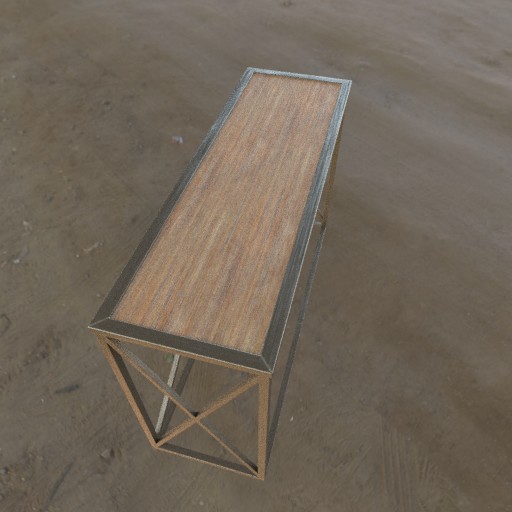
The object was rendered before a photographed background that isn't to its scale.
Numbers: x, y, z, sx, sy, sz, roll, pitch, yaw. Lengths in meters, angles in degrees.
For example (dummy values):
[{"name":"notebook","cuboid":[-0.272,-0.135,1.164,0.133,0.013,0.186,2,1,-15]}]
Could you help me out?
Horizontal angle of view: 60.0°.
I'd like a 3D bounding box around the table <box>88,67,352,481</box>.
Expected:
[{"name":"table","cuboid":[0.000,0.000,1.567,0.402,0.753,1.216,12,50,10]}]
